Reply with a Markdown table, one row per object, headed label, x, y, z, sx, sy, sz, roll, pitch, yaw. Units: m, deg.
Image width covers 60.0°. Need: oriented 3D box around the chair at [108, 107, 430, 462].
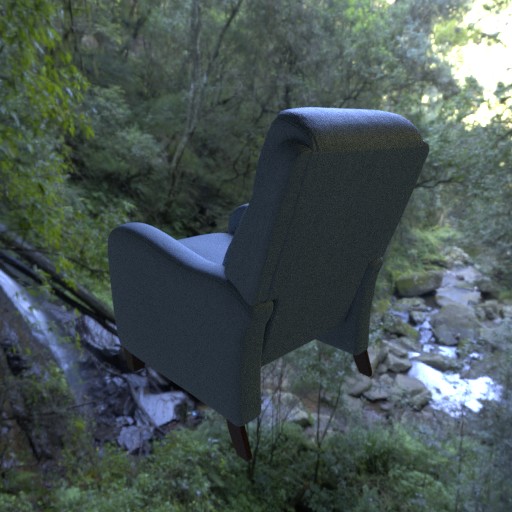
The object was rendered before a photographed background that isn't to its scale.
| label | x | y | z | sx | sy | sz | roll | pitch | yaw |
| --- | --- | --- | --- | --- | --- | --- | --- | --- | --- |
| chair | 0.000 | 0.000 | 1.718 | 0.785 | 1.067 | 0.988 | -15 | 22 | -42 |
